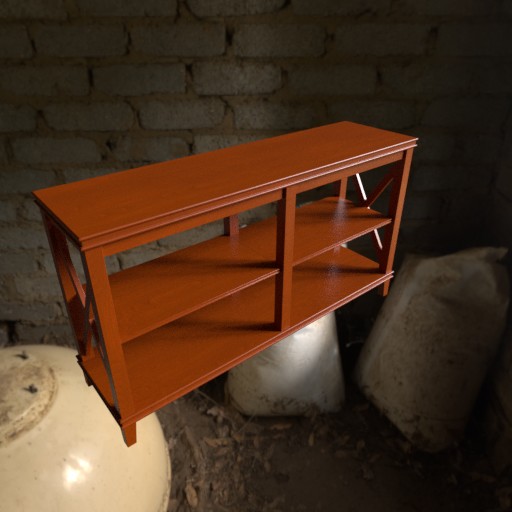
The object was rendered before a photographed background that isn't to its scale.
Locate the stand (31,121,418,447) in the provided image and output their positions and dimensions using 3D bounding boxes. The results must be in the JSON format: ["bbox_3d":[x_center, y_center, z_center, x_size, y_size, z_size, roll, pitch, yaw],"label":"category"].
[{"bbox_3d":[0.000,0.000,1.720,1.372,0.762,0.381,-22,37,-33],"label":"stand"}]
